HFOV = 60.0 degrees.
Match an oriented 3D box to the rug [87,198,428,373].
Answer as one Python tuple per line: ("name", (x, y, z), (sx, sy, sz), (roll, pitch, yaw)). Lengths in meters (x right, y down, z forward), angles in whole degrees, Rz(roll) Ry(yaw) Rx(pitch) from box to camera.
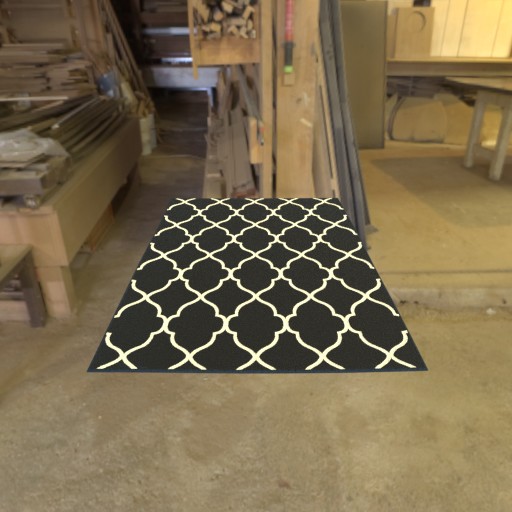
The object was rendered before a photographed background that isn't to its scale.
("rug", (0.000, 0.000, 2.981), (1.528, 0.014, 2.294), (0, 27, -1))
